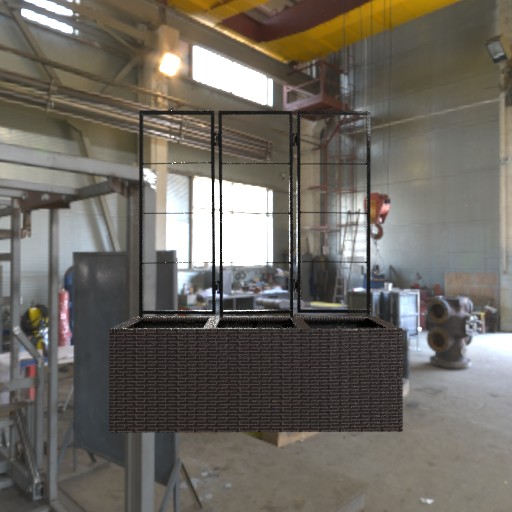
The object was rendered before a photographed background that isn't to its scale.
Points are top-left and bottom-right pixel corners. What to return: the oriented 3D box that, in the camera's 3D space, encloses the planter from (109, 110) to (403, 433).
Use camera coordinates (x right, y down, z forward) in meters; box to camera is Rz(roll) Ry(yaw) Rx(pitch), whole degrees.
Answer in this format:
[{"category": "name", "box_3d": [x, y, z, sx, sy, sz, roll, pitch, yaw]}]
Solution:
[{"category": "planter", "box_3d": [0.000, 0.000, 1.175, 0.699, 0.841, 0.244, 0, -1, -1]}]
